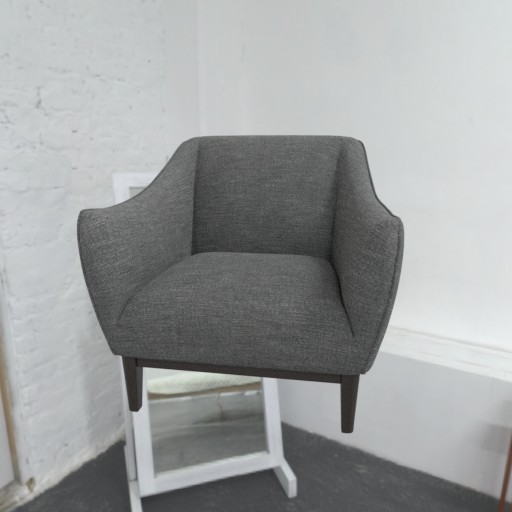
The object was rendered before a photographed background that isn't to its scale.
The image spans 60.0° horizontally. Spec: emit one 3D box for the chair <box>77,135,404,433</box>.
[{"bbox_3d":[0.000,0.000,1.549,0.870,0.829,0.851,2,14,9],"label":"chair"}]
